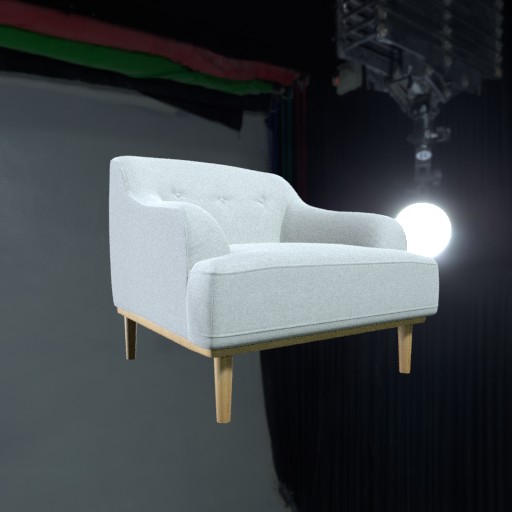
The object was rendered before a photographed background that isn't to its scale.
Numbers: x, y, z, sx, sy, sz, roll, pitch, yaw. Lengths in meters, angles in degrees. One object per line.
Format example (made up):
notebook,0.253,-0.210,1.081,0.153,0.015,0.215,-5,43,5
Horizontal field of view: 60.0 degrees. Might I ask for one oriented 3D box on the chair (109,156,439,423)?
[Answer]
chair,0.000,0.000,1.659,0.946,0.818,0.951,-1,2,-35
